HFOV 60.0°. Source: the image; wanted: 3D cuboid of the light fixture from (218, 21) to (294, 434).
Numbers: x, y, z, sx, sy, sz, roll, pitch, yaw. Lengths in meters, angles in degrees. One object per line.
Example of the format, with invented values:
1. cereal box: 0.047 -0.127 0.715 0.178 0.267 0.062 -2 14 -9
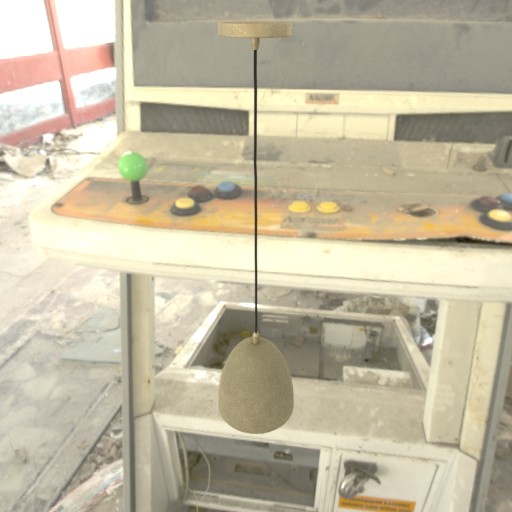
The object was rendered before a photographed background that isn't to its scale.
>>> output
1. light fixture: 0.000 0.000 0.815 0.170 0.759 0.170 19 35 30
